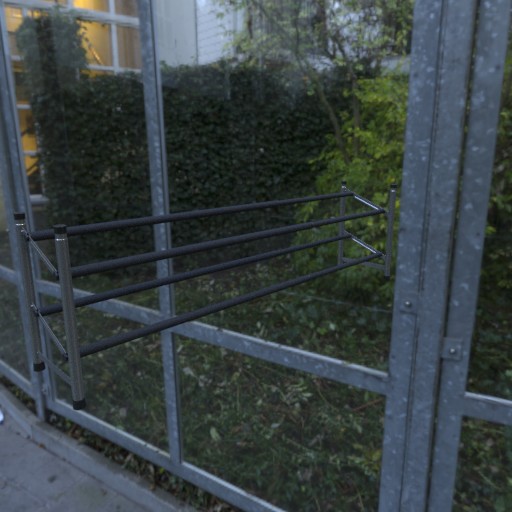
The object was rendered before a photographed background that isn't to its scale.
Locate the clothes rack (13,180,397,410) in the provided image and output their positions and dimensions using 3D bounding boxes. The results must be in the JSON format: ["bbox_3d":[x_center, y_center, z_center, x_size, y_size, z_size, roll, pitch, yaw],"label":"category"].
[{"bbox_3d":[0.000,0.000,1.257,1.168,0.349,0.229,-14,20,-43],"label":"clothes rack"}]
